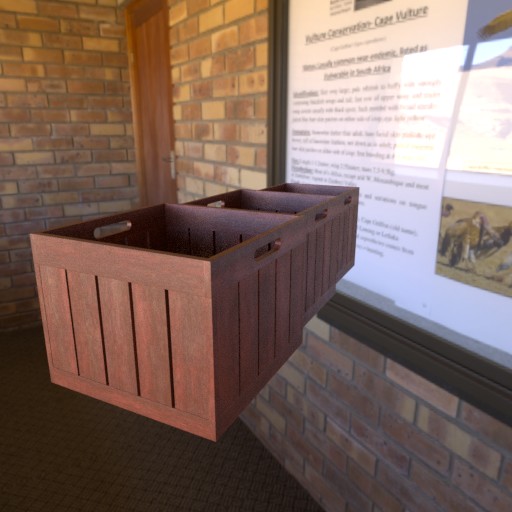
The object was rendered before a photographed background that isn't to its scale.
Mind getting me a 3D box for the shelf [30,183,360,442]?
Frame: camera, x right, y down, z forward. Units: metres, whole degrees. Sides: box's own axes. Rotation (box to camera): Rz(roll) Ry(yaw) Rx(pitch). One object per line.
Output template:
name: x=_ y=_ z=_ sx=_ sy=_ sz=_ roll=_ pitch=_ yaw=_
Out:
shelf: x=0.000 y=0.000 z=1.228 sx=0.393 sy=0.311 sz=1.064 roll=8 pitch=18 yaw=26
